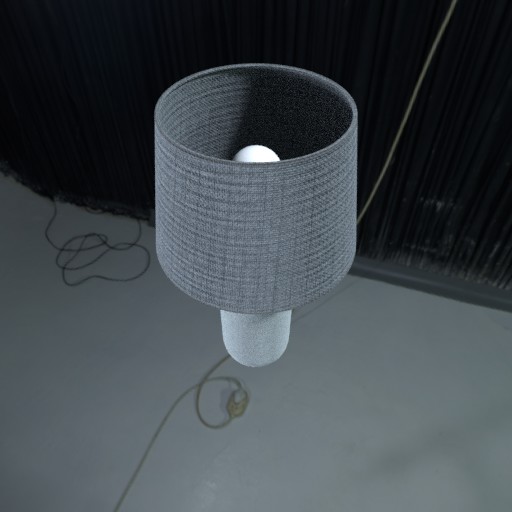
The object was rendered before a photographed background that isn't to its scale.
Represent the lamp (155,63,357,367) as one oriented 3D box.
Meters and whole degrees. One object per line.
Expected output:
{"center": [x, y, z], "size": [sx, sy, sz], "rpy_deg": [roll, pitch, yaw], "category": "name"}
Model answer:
{"center": [0.000, 0.000, 0.593], "size": [0.251, 0.429, 0.251], "rpy_deg": [0, 46, 0], "category": "lamp"}
